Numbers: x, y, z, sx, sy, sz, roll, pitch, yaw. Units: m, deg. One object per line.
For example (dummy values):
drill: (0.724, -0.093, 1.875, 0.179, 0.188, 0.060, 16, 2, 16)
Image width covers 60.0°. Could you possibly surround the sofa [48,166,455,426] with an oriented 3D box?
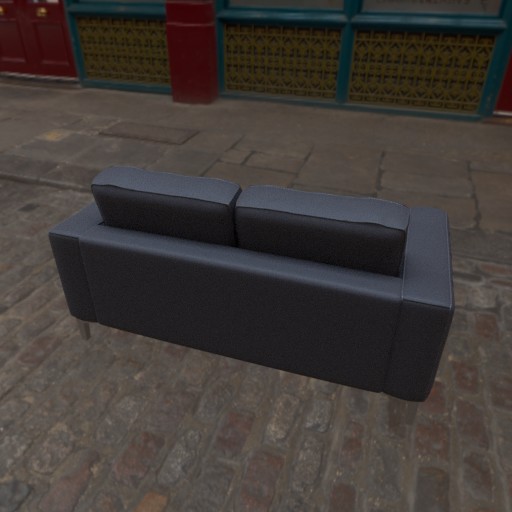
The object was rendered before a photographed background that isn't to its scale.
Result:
sofa: (0.000, 0.000, 2.153, 1.726, 0.893, 0.833, 10, 33, 16)
